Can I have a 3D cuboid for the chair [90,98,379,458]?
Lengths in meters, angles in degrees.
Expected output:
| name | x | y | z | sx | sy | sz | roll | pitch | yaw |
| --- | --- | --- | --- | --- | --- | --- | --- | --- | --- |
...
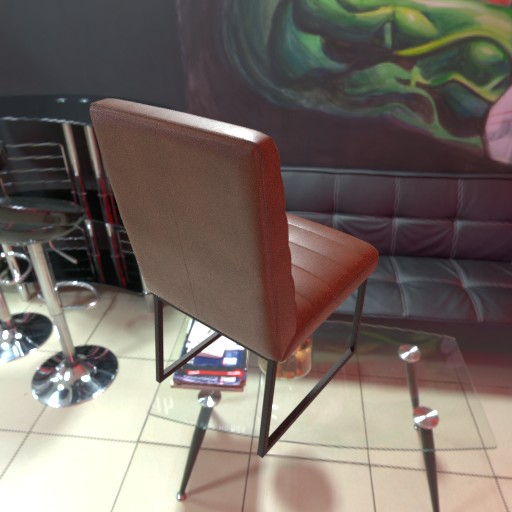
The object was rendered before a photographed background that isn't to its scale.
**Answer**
| name | x | y | z | sx | sy | sz | roll | pitch | yaw |
| --- | --- | --- | --- | --- | --- | --- | --- | --- | --- |
| chair | 0.000 | 0.000 | 1.315 | 0.520 | 0.930 | 0.634 | 23 | 38 | 33 |
